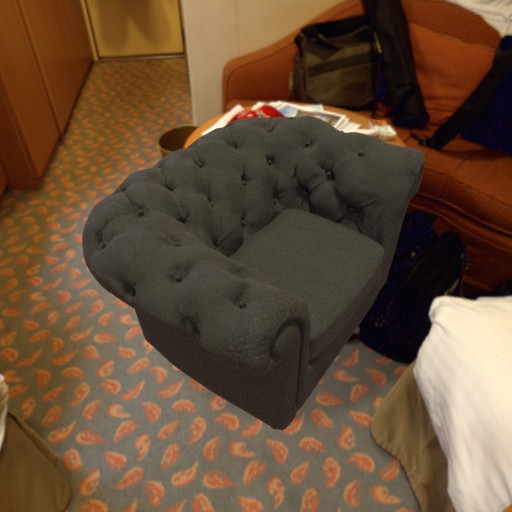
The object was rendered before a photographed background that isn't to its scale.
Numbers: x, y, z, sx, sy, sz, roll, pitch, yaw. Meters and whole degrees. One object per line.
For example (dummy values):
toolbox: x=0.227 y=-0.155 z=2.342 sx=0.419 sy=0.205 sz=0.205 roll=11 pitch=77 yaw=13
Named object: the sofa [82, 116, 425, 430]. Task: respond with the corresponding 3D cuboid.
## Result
sofa: x=0.000 y=0.000 z=2.042 sx=1.032 sy=0.878 sz=1.405 roll=25 pitch=47 yaw=26
